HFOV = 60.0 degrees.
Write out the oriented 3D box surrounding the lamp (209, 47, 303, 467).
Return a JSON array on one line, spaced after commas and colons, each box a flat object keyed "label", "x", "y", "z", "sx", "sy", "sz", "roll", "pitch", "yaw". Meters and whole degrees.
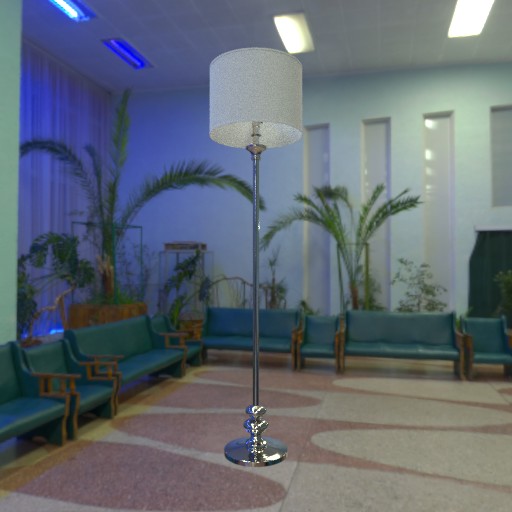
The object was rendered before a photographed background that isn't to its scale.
[{"label": "lamp", "x": 0.000, "y": 0.000, "z": 1.693, "sx": 0.356, "sy": 1.487, "sz": 0.356, "roll": 0, "pitch": -2, "yaw": 19}]
